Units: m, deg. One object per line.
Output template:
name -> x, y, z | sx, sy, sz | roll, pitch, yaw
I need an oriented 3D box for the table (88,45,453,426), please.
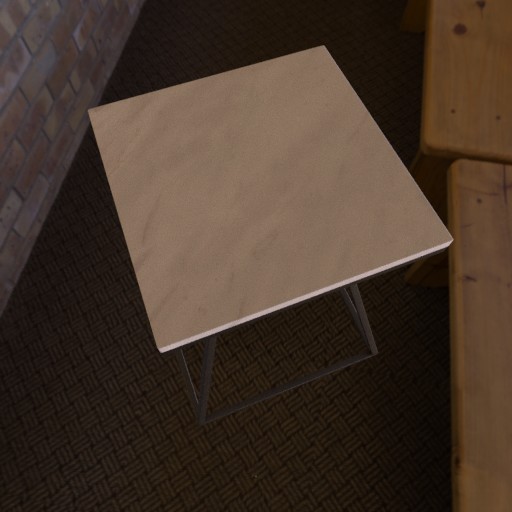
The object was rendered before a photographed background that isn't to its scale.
table -> 0.000, 0.000, 0.887 | 0.455, 0.559, 0.455 | -19, 65, -9
